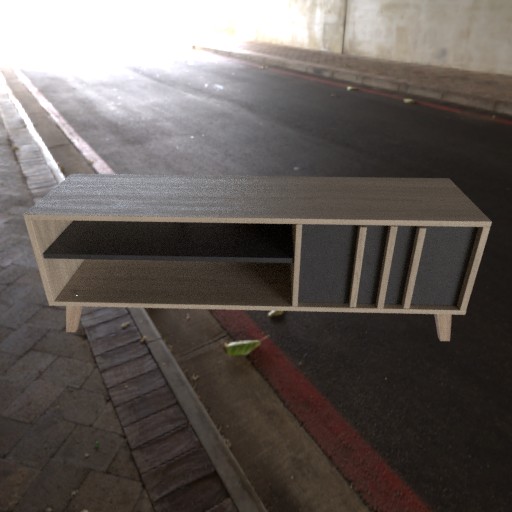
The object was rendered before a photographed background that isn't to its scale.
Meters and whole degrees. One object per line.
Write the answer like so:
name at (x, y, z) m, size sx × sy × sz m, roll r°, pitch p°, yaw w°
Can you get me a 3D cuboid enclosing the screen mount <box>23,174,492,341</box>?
screen mount at (0.000, 0.000, 1.716) m, size 1.500 × 0.509 × 0.401 m, roll 1°, pitch 30°, yaw 2°
